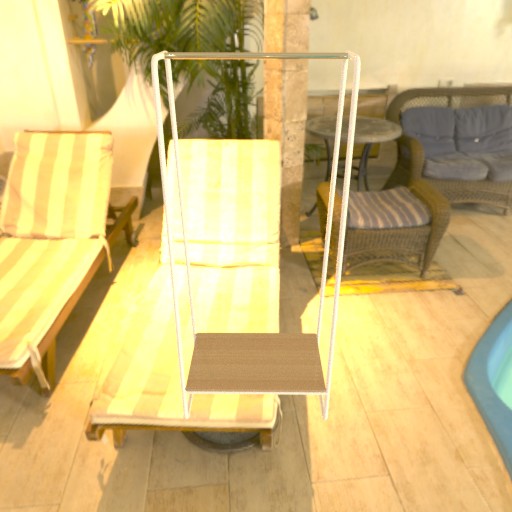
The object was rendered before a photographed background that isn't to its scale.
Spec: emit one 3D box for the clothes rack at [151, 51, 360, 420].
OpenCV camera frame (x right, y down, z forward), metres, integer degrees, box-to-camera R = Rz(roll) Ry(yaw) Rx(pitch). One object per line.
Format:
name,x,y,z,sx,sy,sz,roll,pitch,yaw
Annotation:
clothes rack,0.000,0.000,1.793,0.640,1.500,0.400,0,29,1
